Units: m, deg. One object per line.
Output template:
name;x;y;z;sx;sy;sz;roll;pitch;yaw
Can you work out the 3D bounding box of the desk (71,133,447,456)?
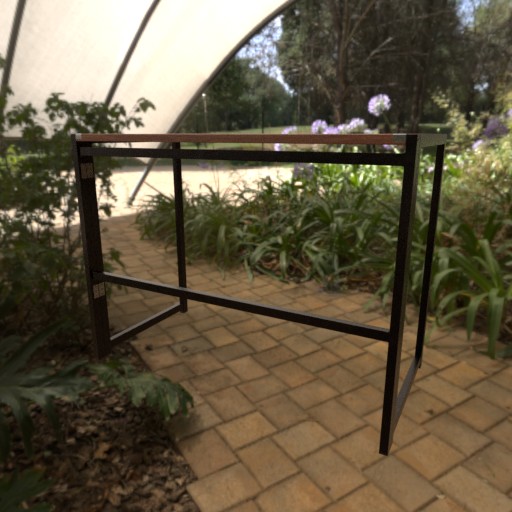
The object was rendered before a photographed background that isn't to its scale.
desk;0.000;0.000;1.432;1.016;0.762;0.508;8;17;28
